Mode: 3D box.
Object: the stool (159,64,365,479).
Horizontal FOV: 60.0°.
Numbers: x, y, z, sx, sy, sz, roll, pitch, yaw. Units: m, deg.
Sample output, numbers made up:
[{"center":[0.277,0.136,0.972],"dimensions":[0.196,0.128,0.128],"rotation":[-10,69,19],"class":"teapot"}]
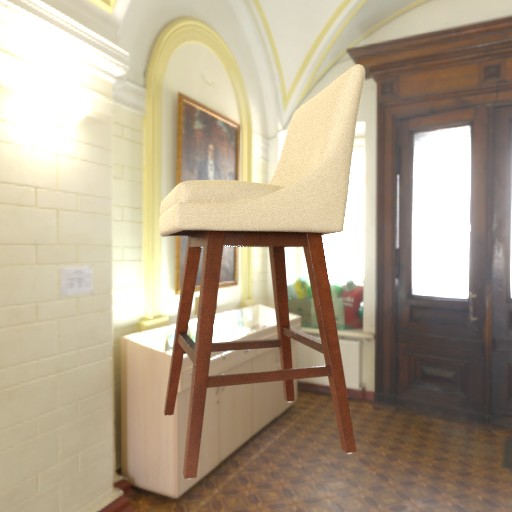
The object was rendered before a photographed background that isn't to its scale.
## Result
[{"center":[0.000,0.000,1.382],"dimensions":[0.559,1.097,0.470],"rotation":[0,1,-18],"class":"stool"}]
